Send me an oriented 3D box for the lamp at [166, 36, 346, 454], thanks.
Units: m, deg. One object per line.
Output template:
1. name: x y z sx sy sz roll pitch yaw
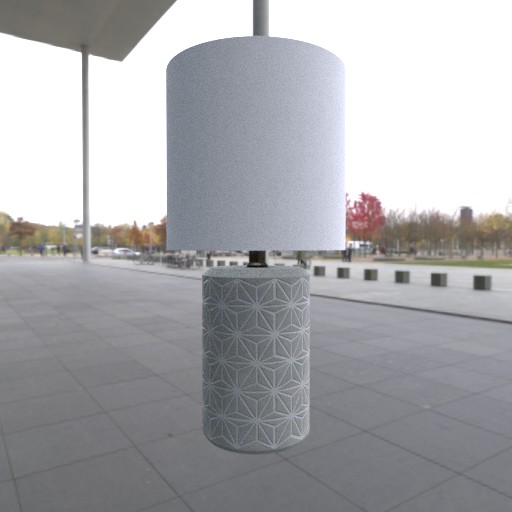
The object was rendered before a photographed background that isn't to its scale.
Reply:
1. lamp: 0.000 0.000 0.521 0.206 0.416 0.206 0 1 -19
